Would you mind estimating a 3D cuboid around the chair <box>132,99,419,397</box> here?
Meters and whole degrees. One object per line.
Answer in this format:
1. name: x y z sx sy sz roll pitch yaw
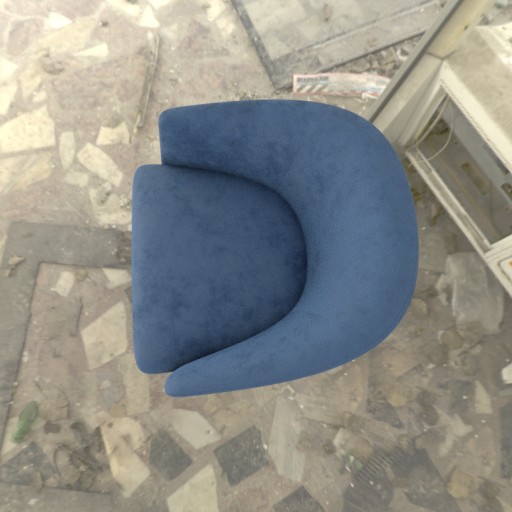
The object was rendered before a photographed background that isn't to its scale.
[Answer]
1. chair: 0.000 0.000 1.362 0.767 0.698 0.773 -4 76 -1
